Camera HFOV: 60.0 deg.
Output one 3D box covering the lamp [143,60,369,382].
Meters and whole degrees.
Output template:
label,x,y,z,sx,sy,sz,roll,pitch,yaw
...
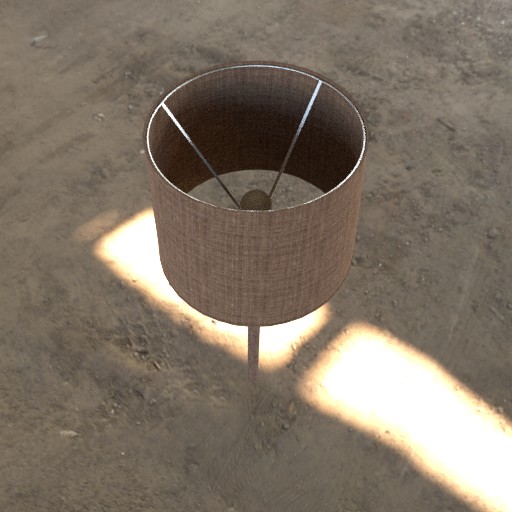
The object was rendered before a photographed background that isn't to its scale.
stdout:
label,x,y,z,sx,sy,sz,roll,pitch,yaw
lamp,0.000,0.000,0.703,0.290,0.514,0.290,0,56,0
